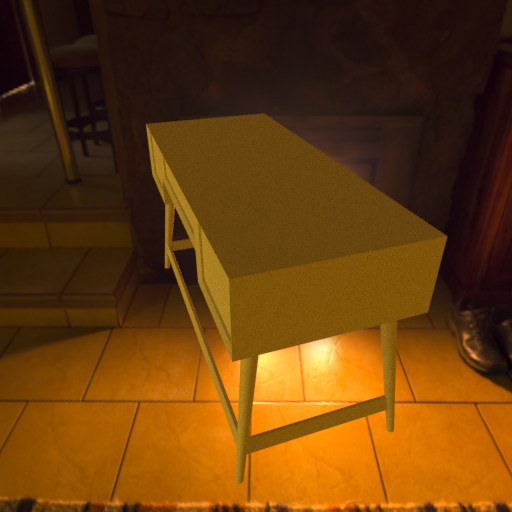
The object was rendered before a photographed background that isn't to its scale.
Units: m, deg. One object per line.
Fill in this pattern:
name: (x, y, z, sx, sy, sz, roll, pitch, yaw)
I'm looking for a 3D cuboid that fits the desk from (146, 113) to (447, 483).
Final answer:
desk: (0.000, 0.000, 1.759, 0.589, 0.762, 1.313, -11, 33, -17)
